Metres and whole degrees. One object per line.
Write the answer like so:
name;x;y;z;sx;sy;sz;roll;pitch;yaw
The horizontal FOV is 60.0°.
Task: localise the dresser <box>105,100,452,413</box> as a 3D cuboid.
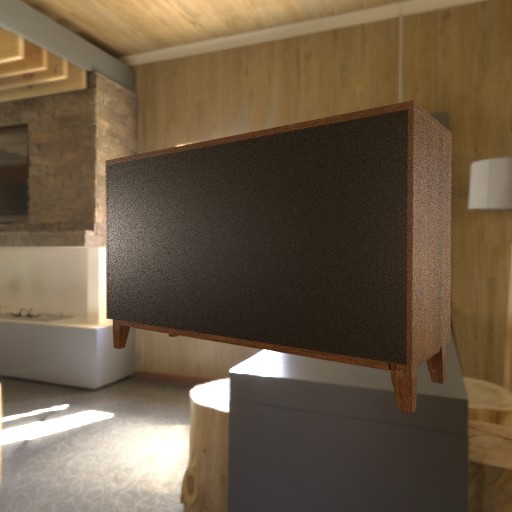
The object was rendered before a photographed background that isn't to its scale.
dresser;0.000;0.000;1.811;1.400;0.873;0.446;1;1;37
